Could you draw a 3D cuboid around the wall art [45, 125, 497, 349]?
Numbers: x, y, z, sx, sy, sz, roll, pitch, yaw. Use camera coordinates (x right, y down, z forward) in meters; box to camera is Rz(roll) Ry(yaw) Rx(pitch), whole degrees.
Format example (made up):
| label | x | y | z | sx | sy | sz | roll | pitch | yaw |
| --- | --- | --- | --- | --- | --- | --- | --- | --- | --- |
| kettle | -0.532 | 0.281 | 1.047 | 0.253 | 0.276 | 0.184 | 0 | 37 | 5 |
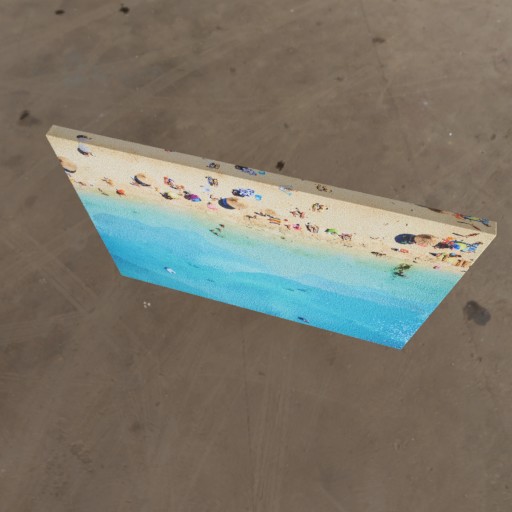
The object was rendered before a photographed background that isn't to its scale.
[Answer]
| label | x | y | z | sx | sy | sz | roll | pitch | yaw |
| --- | --- | --- | --- | --- | --- | --- | --- | --- | --- |
| wall art | 0.000 | 0.000 | 1.415 | 1.136 | 0.769 | 0.040 | 14 | 60 | 8 |
